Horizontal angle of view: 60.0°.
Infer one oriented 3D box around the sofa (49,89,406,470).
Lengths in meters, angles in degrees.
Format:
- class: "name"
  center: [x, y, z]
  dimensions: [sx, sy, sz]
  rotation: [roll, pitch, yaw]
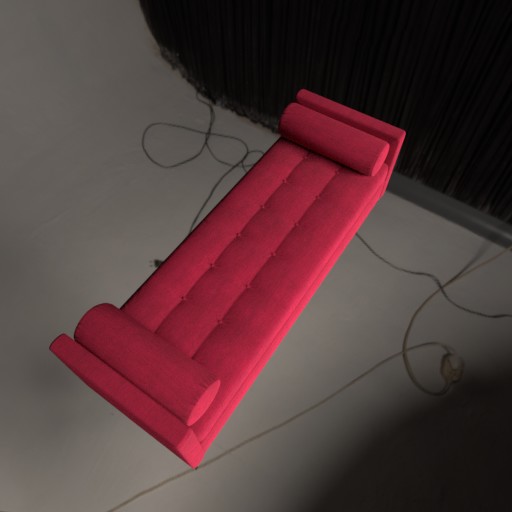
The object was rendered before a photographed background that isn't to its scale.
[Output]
- class: "sofa"
  center: [0.000, 0.000, 2.359]
  dimensions: [0.686, 0.635, 1.981]
  rotation: [30, 62, 18]
